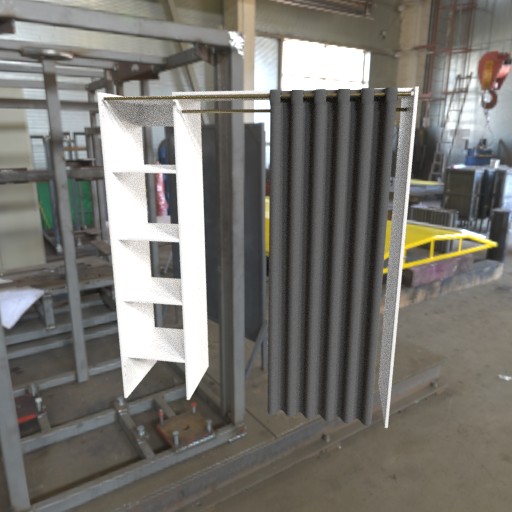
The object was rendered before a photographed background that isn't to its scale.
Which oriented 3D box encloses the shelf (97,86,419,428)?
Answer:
[{"bbox_3d":[0.000,0.000,2.619,1.600,1.810,0.500,3,16,10],"label":"shelf"}]
